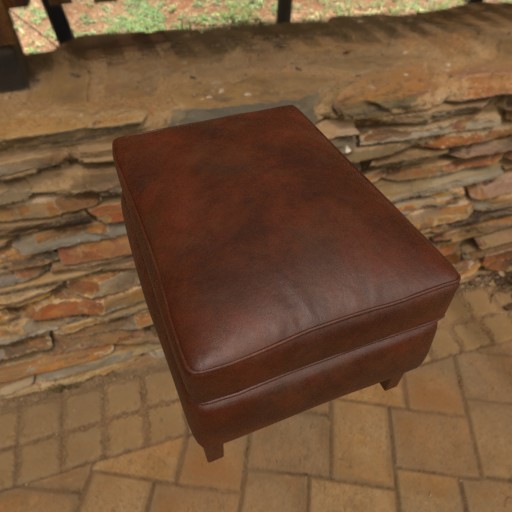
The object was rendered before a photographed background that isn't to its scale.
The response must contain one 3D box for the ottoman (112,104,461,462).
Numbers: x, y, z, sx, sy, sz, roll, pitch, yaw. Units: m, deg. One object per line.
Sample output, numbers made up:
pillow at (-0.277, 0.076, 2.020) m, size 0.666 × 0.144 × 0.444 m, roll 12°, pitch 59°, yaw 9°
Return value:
ottoman at (0.000, 0.000, 0.968) m, size 0.501 × 0.432 × 0.665 m, roll -16°, pitch 47°, yaw -15°
